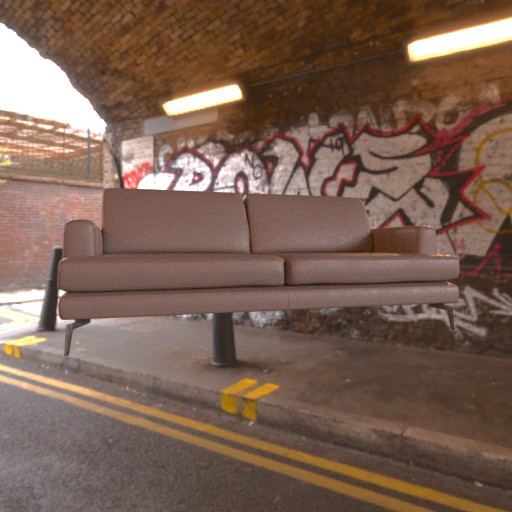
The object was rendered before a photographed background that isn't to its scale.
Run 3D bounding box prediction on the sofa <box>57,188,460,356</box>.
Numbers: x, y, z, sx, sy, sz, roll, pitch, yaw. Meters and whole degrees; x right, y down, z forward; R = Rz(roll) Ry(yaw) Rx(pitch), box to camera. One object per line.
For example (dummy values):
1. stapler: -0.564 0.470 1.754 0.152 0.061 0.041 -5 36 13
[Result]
1. sofa: 0.000 0.000 2.466 1.940 0.765 0.974 0 1 -18
